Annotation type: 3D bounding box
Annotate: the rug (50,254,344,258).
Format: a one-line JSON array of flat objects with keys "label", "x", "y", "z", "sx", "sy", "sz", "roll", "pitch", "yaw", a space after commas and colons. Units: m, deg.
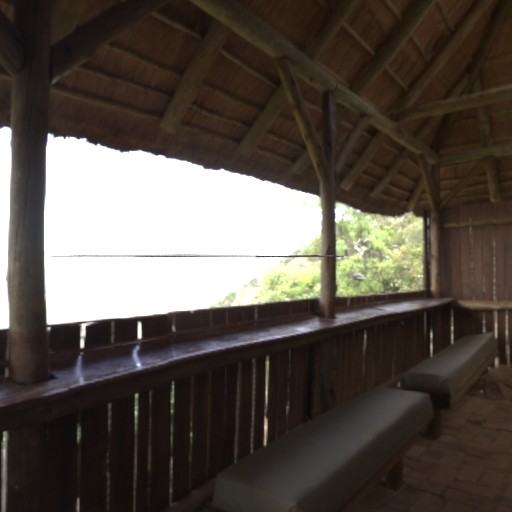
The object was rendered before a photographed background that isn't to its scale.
[{"label": "rug", "x": 0.000, "y": 0.000, "z": 2.610, "sx": 0.762, "sy": 0.013, "sz": 2.439, "roll": 0, "pitch": 0, "yaw": 17}]
